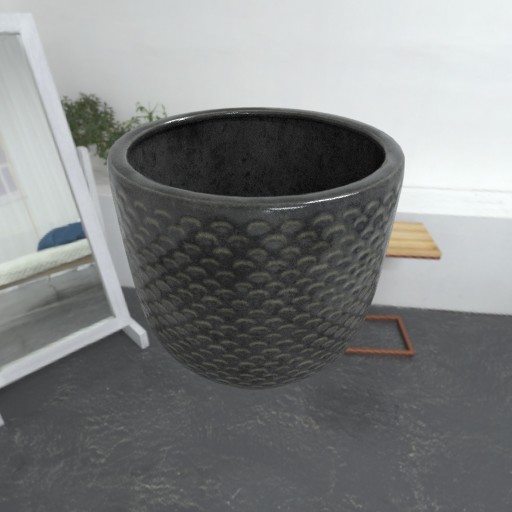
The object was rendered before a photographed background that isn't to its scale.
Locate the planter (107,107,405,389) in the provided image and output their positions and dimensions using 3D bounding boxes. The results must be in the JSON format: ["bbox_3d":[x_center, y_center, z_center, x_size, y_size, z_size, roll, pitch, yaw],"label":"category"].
[{"bbox_3d":[0.000,0.000,0.247,0.140,0.129,0.140,0,32,0],"label":"planter"}]
